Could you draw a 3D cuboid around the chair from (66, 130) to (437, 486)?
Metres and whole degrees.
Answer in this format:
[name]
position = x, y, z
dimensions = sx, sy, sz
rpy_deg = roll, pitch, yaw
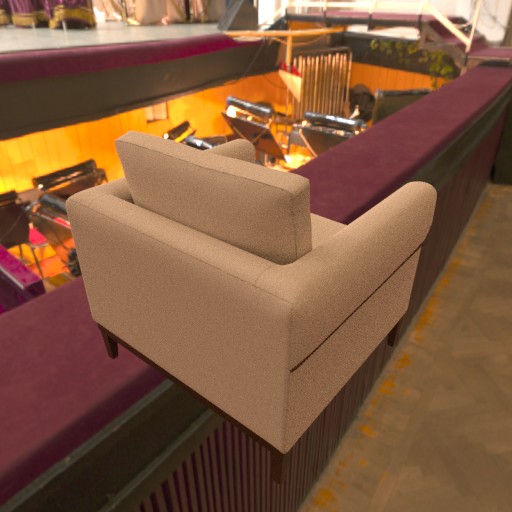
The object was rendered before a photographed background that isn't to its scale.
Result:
[chair]
position = 0.000, 0.000, 1.648
dimensions = 0.982, 0.915, 0.896
rpy_deg = 23, 38, 33
